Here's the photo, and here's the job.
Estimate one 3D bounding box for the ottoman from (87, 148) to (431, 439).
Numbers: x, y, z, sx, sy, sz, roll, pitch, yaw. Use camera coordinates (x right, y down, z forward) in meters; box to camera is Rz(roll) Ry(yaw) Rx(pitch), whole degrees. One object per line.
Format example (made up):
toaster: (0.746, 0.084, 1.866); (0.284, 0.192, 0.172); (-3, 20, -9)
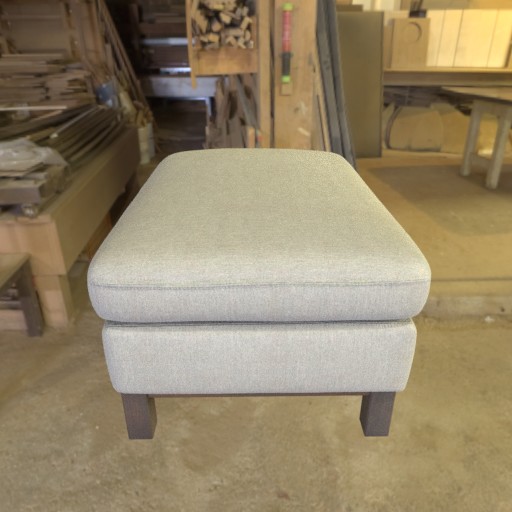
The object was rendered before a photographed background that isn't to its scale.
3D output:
ottoman: (0.000, 0.000, 1.009); (0.528, 0.404, 0.735); (0, 26, -1)
